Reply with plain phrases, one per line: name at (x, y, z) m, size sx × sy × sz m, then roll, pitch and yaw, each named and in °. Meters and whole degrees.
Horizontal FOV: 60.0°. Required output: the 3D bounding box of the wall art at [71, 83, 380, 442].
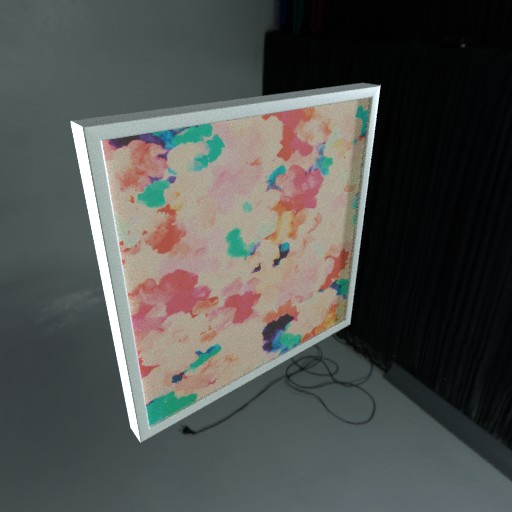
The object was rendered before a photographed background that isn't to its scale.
wall art at (0.000, 0.000, 0.750) m, size 0.506 × 0.505 × 0.038 m, roll -21°, pitch 35°, yaw -33°
